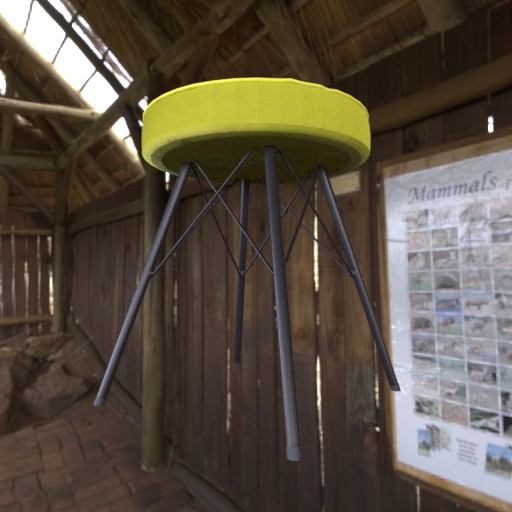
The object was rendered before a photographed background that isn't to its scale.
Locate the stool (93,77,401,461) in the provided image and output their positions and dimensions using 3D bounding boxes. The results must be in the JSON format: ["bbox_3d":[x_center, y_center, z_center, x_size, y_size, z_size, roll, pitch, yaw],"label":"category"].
[{"bbox_3d":[0.000,0.000,0.809,0.409,0.508,0.409,-2,-3,35],"label":"stool"}]
